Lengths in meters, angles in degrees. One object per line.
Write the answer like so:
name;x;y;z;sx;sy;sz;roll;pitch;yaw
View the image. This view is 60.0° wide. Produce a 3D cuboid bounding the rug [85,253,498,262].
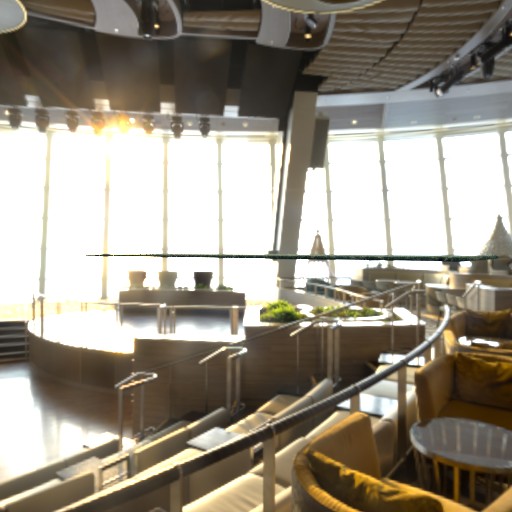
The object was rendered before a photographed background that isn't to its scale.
rug;0.000;0.000;2.456;2.286;0.016;0.676;1;1;37
